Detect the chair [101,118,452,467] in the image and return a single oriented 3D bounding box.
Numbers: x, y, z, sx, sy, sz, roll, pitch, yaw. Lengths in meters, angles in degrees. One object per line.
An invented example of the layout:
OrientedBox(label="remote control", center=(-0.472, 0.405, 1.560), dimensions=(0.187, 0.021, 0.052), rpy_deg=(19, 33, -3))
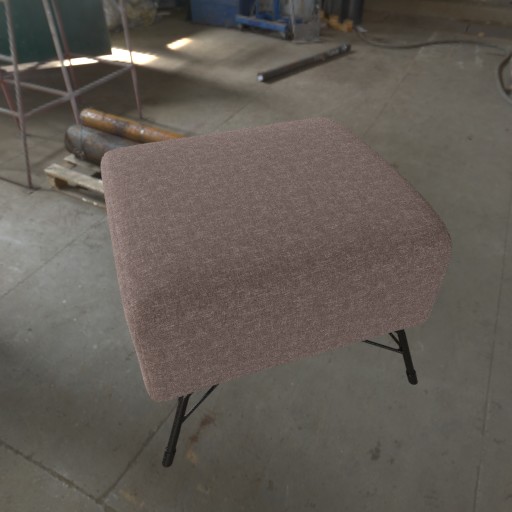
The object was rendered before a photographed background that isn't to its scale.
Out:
OrientedBox(label="chair", center=(0.000, 0.000, 0.901), dimensions=(0.530, 0.410, 0.530), rpy_deg=(-13, 43, -14))
